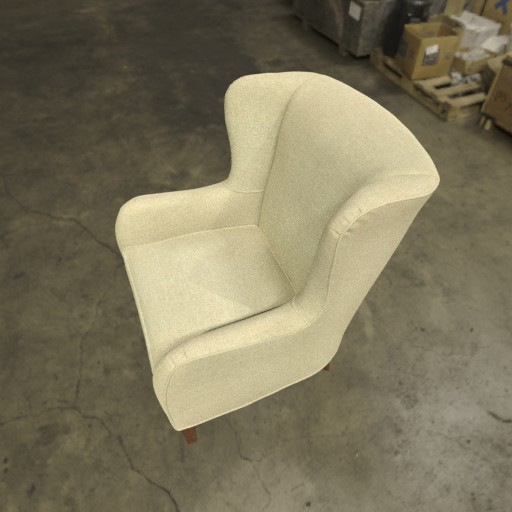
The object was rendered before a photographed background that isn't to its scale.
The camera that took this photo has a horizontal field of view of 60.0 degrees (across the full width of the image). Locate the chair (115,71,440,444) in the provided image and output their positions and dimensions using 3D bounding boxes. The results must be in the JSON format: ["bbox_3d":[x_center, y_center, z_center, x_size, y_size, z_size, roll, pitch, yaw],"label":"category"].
[{"bbox_3d":[0.000,0.000,1.688,0.966,1.040,0.838,-16,48,-15],"label":"chair"}]
